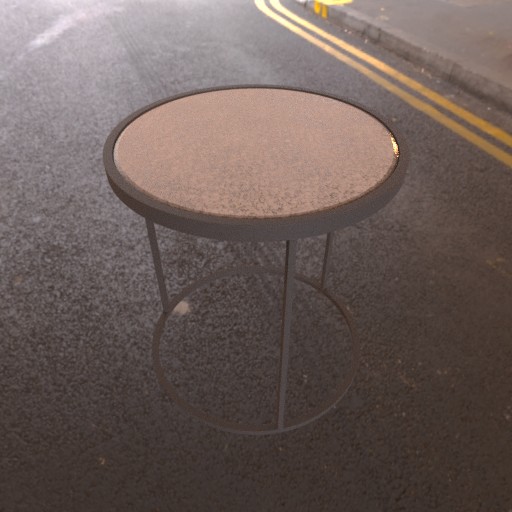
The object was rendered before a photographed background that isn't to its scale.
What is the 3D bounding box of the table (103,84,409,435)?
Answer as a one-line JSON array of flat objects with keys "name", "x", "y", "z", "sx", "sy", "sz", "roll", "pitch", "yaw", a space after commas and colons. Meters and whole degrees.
[{"name": "table", "x": 0.000, "y": 0.000, "z": 0.863, "sx": 0.470, "sy": 0.498, "sz": 0.470, "roll": 0, "pitch": 41, "yaw": 0}]
